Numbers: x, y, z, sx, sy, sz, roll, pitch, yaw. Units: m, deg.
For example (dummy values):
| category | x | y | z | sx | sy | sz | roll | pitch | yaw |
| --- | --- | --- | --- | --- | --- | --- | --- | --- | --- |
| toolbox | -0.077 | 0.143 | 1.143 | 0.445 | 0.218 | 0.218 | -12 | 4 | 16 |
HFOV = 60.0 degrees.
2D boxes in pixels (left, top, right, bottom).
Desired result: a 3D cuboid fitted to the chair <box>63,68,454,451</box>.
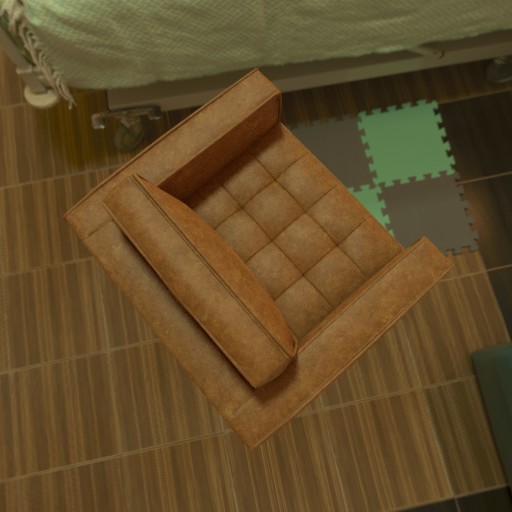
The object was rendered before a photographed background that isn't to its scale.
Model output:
| category | x | y | z | sx | sy | sz | roll | pitch | yaw |
| --- | --- | --- | --- | --- | --- | --- | --- | --- | --- |
| chair | 0.000 | 0.000 | 1.500 | 0.798 | 0.767 | 0.928 | -40 | 79 | -9 |
